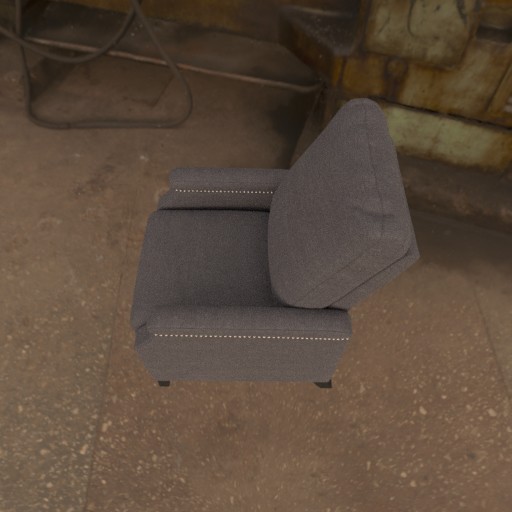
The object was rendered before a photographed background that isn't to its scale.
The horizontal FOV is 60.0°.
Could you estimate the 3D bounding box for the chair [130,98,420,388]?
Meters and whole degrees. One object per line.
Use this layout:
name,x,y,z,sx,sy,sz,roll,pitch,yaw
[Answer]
chair,0.000,0.000,1.674,0.922,1.049,0.710,1,57,0
